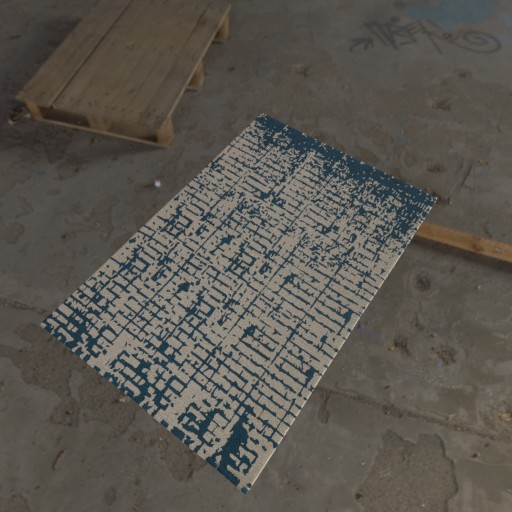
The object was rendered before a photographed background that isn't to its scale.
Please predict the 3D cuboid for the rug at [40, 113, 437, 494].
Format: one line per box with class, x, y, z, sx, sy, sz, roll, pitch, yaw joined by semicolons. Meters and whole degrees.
rug;0.000;0.000;2.309;1.220;0.007;1.828;31;63;18
